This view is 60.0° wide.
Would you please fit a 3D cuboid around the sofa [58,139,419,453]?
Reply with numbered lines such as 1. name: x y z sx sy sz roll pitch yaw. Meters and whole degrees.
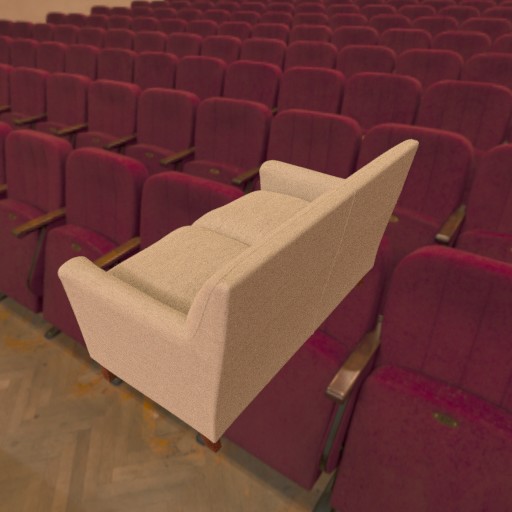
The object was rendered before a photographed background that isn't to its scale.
1. sofa: 0.000 0.000 2.071 0.891 0.892 1.482 21 37 30
